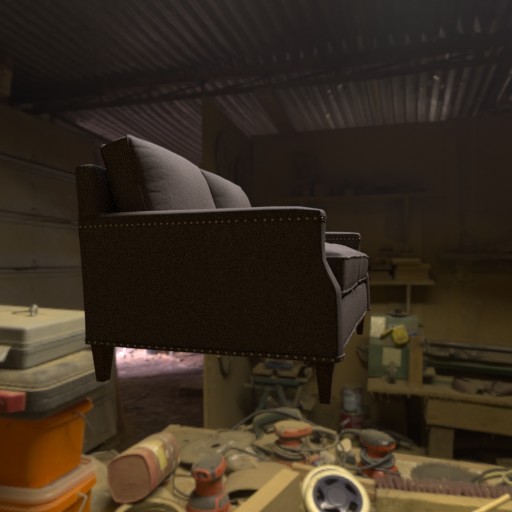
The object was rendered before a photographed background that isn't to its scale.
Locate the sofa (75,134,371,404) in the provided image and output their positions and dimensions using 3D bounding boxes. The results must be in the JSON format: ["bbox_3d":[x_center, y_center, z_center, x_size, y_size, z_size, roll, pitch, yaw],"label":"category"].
[{"bbox_3d":[0.000,0.000,2.327,1.084,1.003,1.597,0,-1,18],"label":"sofa"}]
